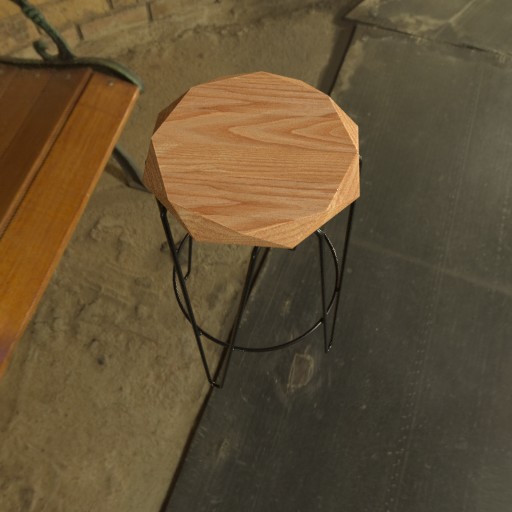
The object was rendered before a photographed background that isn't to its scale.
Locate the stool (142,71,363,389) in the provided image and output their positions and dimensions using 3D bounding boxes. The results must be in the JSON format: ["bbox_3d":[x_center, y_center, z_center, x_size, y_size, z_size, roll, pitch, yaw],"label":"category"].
[{"bbox_3d":[0.000,0.000,0.813,0.326,0.610,0.326,-16,64,-8],"label":"stool"}]
